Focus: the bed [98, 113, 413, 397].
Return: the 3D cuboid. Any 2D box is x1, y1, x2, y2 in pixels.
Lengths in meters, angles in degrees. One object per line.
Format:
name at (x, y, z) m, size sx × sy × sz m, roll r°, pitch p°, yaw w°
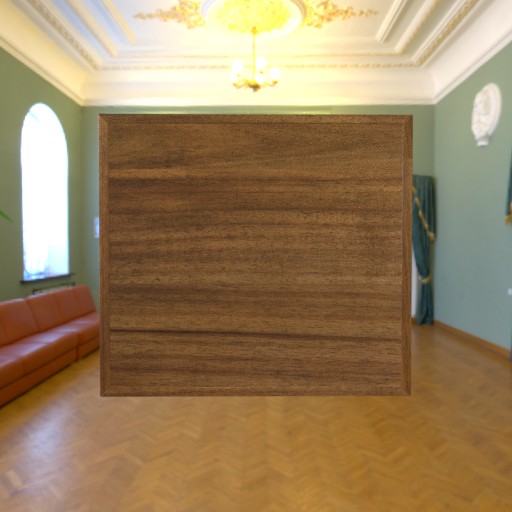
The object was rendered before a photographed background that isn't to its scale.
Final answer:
bed at (0.000, 0.000, 1.496) m, size 1.041 × 0.940 × 0.043 m, roll 0°, pitch 1°, yaw -1°
